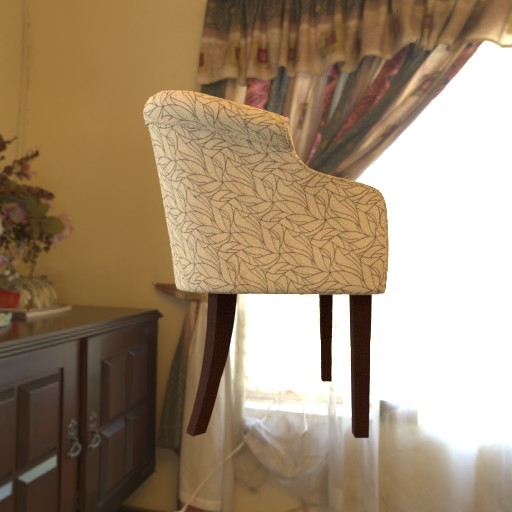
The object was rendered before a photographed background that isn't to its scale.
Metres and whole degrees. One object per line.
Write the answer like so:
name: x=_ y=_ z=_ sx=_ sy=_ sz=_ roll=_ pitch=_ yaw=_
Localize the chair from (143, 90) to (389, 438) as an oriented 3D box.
chair: x=0.000 y=0.000 z=1.299 sx=0.613 sy=0.858 sz=0.686 roll=0 pitch=-1 yaw=0
